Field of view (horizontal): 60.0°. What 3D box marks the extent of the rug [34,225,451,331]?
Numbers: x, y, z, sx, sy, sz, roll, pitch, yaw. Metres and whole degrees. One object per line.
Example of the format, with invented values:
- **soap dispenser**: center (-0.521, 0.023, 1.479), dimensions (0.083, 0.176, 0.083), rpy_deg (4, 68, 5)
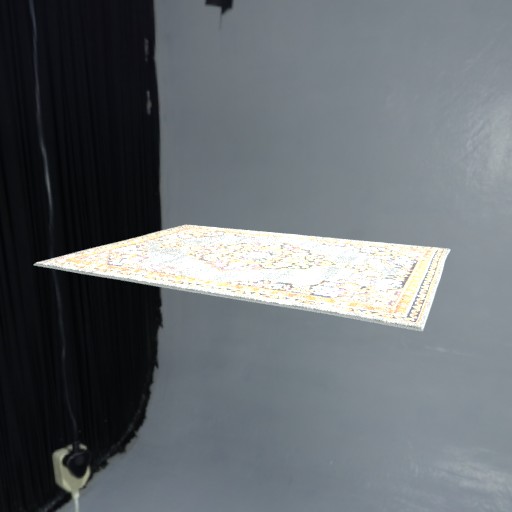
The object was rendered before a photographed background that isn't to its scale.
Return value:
- **rug**: center (0.000, 0.000, 3.737), dimensions (2.901, 0.026, 2.043), rpy_deg (7, 15, 26)
